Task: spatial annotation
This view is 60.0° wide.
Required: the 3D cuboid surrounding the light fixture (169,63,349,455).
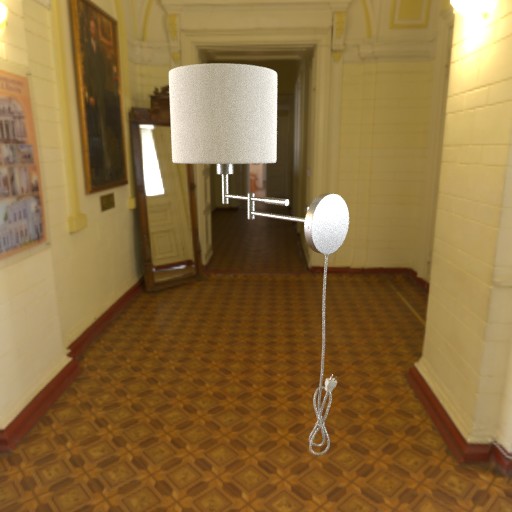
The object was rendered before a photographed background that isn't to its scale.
[{"bbox_3d":[0.000,0.000,1.058,0.253,0.842,0.479,-12,18,-41],"label":"light fixture"}]
